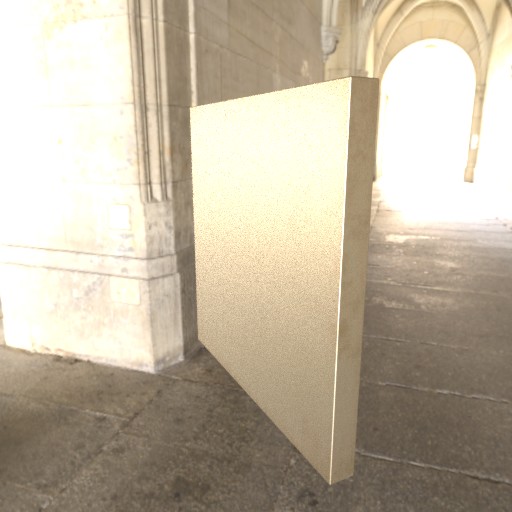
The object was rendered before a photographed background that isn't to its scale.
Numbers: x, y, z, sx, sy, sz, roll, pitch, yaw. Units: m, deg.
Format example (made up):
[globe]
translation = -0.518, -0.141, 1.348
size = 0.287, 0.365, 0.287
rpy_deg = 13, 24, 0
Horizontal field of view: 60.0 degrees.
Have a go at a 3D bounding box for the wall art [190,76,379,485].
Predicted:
[wall art]
translation = 0.000, 0.000, 0.747
size = 0.040, 0.506, 0.503
rpy_deg = -7, 16, -26
